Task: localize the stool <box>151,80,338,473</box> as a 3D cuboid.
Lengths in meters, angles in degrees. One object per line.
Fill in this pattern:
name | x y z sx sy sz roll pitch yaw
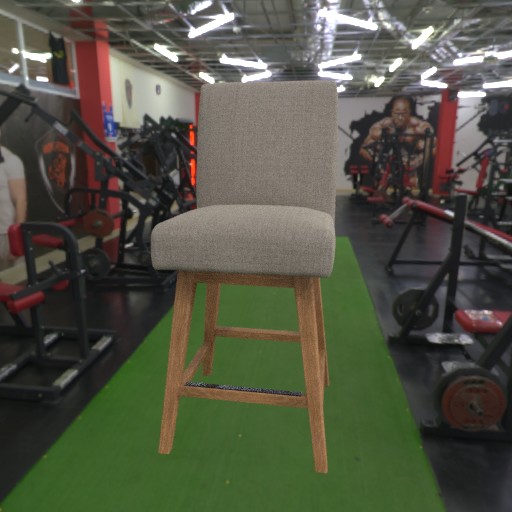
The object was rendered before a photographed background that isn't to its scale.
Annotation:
stool | 0.000 0.000 1.295 0.459 1.010 0.526 2 15 9
